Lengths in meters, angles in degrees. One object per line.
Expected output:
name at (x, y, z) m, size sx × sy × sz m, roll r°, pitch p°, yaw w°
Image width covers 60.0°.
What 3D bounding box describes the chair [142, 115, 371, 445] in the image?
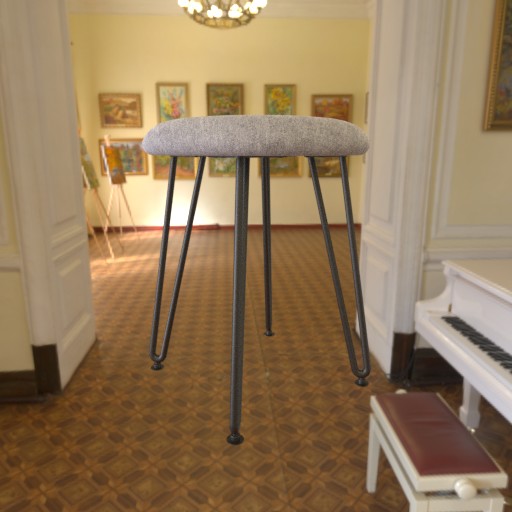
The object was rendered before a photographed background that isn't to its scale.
chair at (0.000, 0.000, 0.655) m, size 0.350 × 0.386 × 0.350 m, roll 2°, pitch 13°, yaw 9°
